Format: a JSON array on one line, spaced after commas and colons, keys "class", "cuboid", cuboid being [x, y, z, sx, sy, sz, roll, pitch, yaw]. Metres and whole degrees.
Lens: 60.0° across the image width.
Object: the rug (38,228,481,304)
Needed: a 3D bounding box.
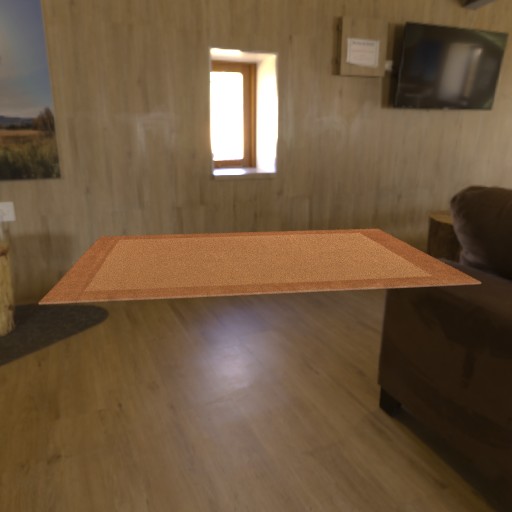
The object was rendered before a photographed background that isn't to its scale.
[{"class": "rug", "cuboid": [0.000, 0.000, 3.139, 2.438, 0.014, 1.524, -2, 16, -7]}]
